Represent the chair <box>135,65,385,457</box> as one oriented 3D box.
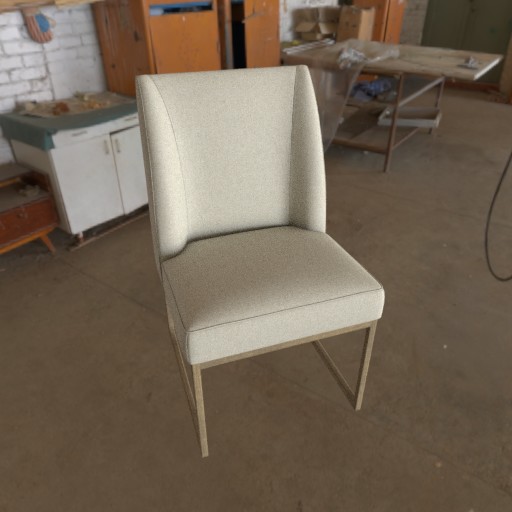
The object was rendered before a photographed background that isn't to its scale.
[{"bbox_3d":[0.000,0.000,1.197,0.508,0.863,0.522,-11,34,-16],"label":"chair"}]
